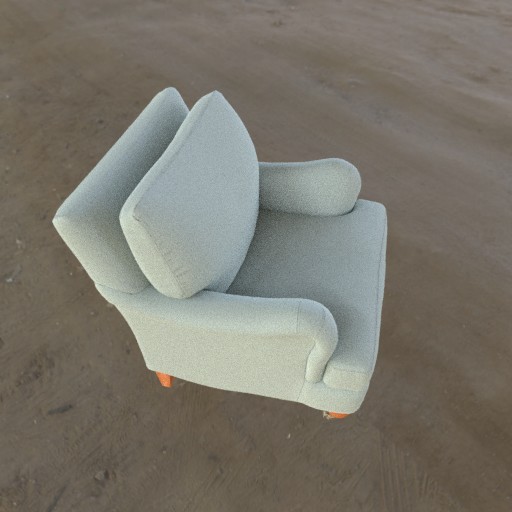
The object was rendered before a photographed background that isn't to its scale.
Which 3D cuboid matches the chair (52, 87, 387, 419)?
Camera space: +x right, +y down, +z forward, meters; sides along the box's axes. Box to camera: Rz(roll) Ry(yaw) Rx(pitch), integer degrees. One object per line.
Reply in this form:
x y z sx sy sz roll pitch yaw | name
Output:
0.000 0.000 1.860 1.070 1.038 0.955 11 47 10 | chair
